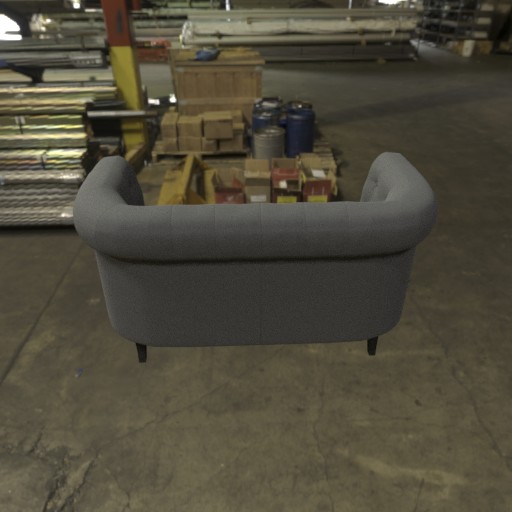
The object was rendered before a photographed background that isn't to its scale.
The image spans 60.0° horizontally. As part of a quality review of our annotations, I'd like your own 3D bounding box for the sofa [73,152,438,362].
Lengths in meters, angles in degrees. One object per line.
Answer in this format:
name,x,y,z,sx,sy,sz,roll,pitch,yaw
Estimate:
sofa,0.000,0.000,2.125,1.558,0.827,0.835,-1,31,-2
